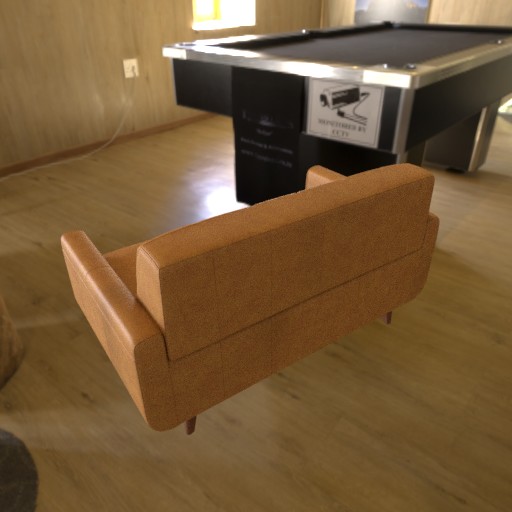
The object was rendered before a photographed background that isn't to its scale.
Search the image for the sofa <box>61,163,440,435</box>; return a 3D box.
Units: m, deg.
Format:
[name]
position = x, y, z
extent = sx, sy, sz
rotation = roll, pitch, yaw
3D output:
[sofa]
position = 0.000, 0.000, 2.268
extent = 1.651, 0.925, 0.952
rotation = -20, 37, -29
